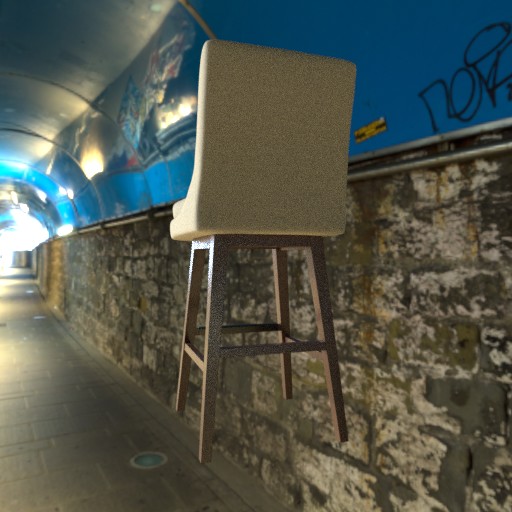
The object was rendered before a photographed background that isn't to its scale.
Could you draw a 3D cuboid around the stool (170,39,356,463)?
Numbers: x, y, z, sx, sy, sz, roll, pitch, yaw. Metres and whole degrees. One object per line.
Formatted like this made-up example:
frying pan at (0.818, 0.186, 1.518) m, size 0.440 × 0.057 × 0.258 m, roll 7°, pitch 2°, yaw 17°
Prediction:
stool at (0.000, 0.000, 1.416) m, size 0.483 × 1.093 × 0.559 m, roll 0°, pitch 0°, yaw -19°
